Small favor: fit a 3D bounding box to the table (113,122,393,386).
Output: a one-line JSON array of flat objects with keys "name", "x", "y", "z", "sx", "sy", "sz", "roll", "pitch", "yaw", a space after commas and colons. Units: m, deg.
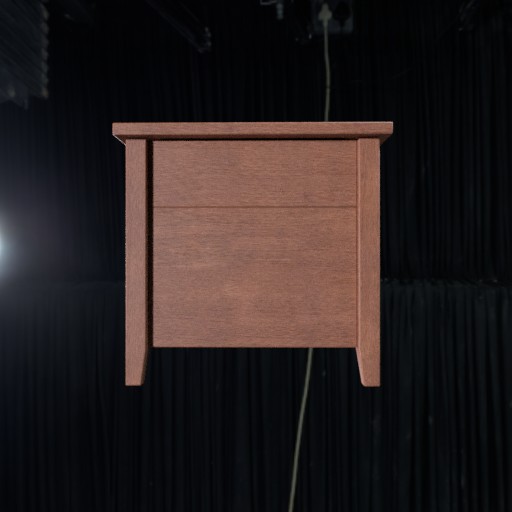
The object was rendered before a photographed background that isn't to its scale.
[{"name": "table", "x": 0.000, "y": 0.000, "z": 1.268, "sx": 0.483, "sy": 0.457, "sz": 1.016, "roll": 0, "pitch": 0, "yaw": 1}]
